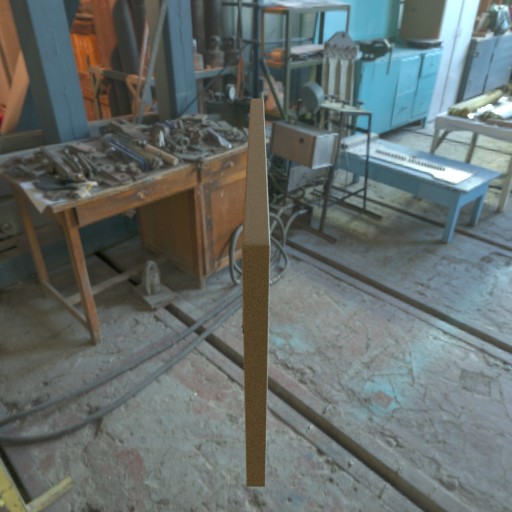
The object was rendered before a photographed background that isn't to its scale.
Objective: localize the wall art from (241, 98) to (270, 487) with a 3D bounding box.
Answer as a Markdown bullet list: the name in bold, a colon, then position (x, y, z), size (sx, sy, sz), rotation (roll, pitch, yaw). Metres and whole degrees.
- **wall art**: position (0.000, 0.000, 0.492), size (0.019, 0.254, 0.380), rotation (0, 32, 0)
